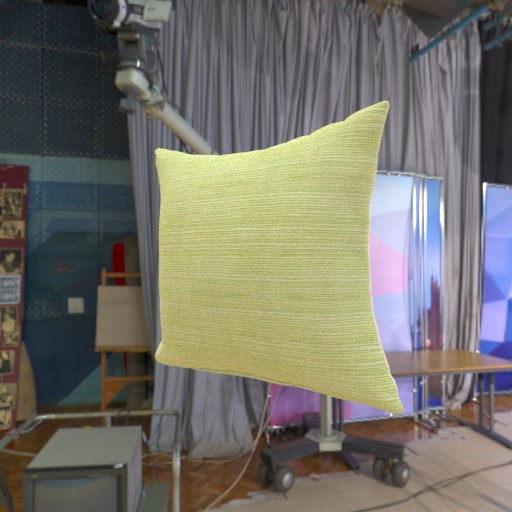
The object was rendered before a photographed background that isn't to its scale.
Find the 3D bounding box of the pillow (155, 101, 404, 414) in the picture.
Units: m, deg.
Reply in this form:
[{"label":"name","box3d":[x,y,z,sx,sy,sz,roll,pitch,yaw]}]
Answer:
[{"label":"pillow","box3d":[0.000,0.000,0.840,0.560,0.487,0.229,0,1,36]}]
